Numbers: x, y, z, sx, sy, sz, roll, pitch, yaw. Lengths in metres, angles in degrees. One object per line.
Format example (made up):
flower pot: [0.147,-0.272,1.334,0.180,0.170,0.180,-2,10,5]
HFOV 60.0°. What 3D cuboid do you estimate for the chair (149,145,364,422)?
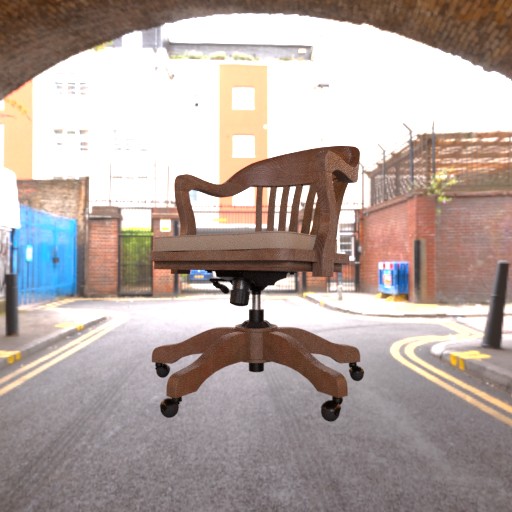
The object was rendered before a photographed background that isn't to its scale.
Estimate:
chair: [0.000,0.000,1.486,0.750,0.878,0.788,-1,-1,36]
